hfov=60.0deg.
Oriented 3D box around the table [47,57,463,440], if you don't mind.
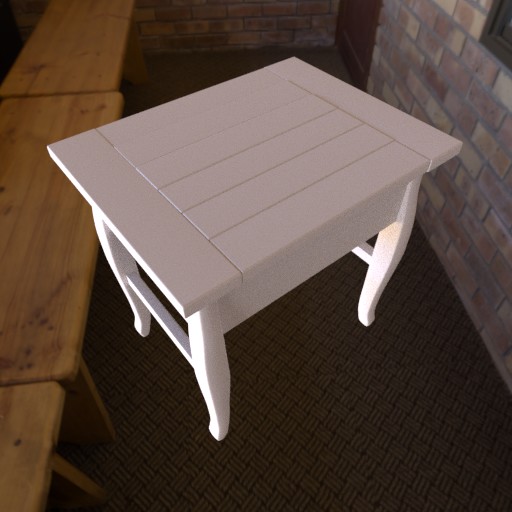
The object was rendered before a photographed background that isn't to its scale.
[{"bbox_3d":[0.000,0.000,1.024,0.599,0.605,0.463,-30,54,-25],"label":"table"}]
